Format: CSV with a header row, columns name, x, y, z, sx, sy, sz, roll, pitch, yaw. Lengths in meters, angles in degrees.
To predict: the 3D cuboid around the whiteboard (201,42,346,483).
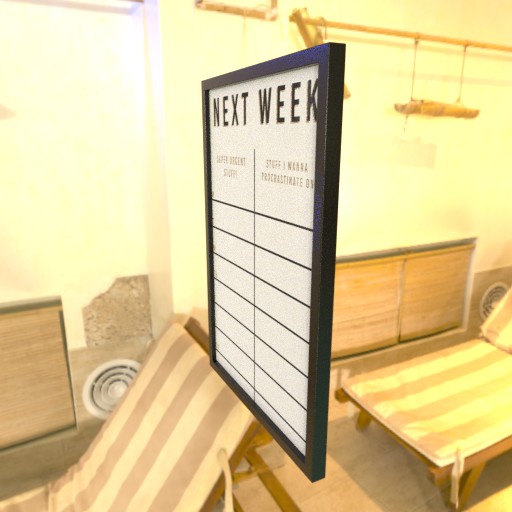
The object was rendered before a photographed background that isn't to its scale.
name,x,y,z,sx,sy,sz,roll,pitch,yaw
whiteboard,0.000,0.000,0.767,0.026,0.611,0.406,-8,17,-27
